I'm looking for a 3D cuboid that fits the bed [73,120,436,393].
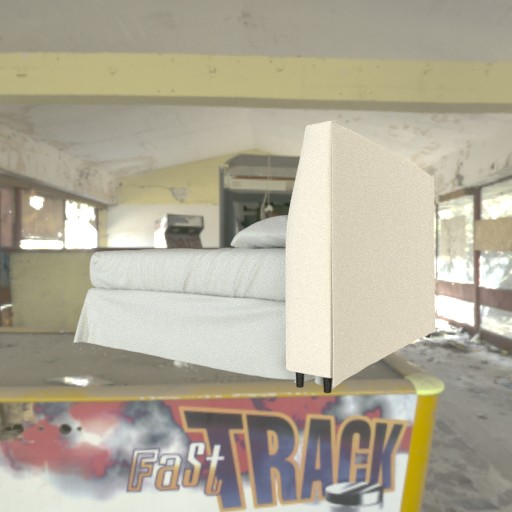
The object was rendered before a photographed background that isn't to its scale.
[{"bbox_3d":[0.000,0.000,3.516,2.276,1.332,1.925,0,0,36],"label":"bed"}]
